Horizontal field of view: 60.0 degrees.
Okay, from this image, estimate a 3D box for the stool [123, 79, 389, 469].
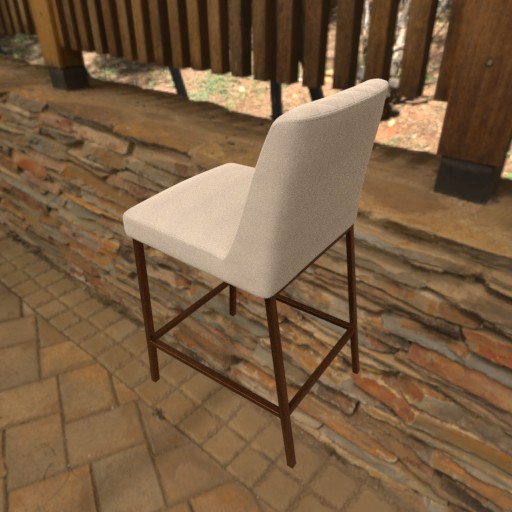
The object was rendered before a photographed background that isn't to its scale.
[{"bbox_3d":[0.000,0.000,1.293,0.576,0.973,0.507,20,37,30],"label":"stool"}]
